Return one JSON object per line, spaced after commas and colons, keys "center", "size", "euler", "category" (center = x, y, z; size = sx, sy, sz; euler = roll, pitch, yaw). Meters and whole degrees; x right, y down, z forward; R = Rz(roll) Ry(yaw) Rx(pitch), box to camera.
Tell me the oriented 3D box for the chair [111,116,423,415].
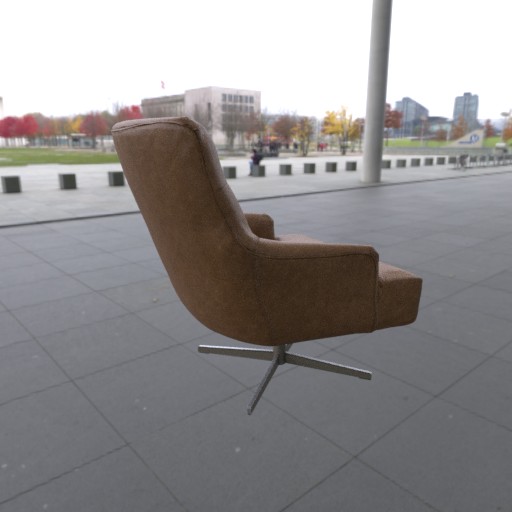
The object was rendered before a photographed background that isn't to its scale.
{"center": [0.000, 0.000, 1.515], "size": [0.874, 0.869, 0.729], "euler": [-7, 16, -25], "category": "chair"}
